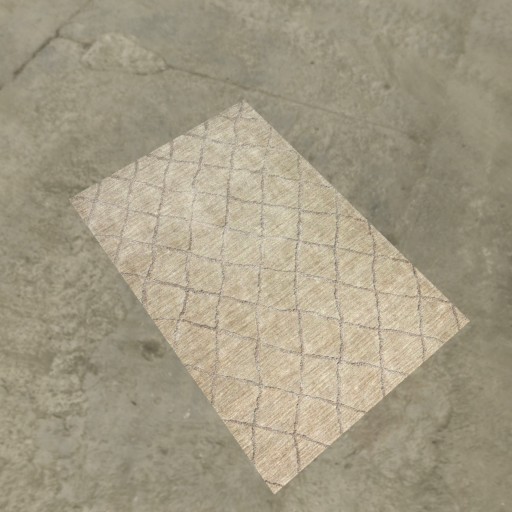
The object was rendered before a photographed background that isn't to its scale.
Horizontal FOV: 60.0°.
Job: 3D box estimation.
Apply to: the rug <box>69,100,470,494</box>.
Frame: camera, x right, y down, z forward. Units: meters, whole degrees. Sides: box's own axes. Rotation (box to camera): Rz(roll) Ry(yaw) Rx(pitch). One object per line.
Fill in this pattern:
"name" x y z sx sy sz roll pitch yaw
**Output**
"rug" 0.000 0.000 2.885 1.521 0.015 2.280 -35 69 -16
